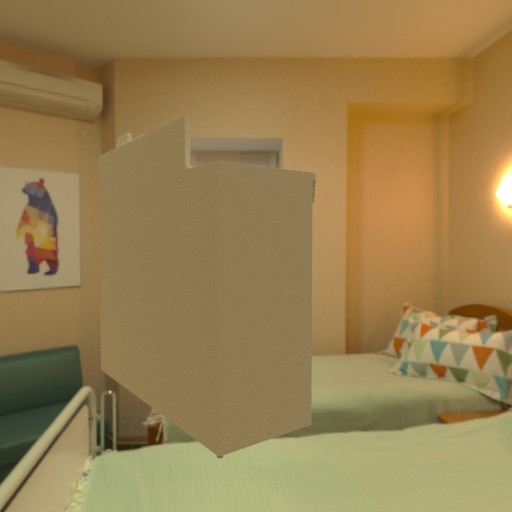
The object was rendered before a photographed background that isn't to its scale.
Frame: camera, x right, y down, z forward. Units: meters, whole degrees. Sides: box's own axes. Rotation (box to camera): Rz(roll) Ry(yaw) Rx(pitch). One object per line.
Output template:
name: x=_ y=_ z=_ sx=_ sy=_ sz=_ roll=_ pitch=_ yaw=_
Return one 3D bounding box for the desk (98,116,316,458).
desk: x=0.000 y=0.000 z=1.768 sx=0.940 sy=0.986 sz=0.940 roll=-2 pitch=3 yaw=-37
